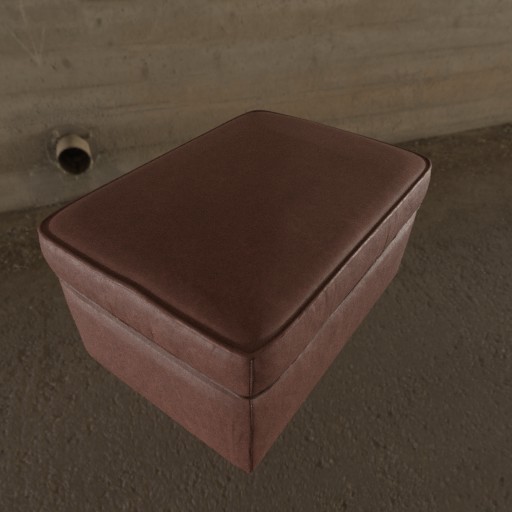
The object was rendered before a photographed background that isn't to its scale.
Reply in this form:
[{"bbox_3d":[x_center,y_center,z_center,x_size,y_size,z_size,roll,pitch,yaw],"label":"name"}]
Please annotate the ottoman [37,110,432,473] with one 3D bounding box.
[{"bbox_3d":[0.000,0.000,1.055,0.548,0.449,0.749,25,46,27],"label":"ottoman"}]
